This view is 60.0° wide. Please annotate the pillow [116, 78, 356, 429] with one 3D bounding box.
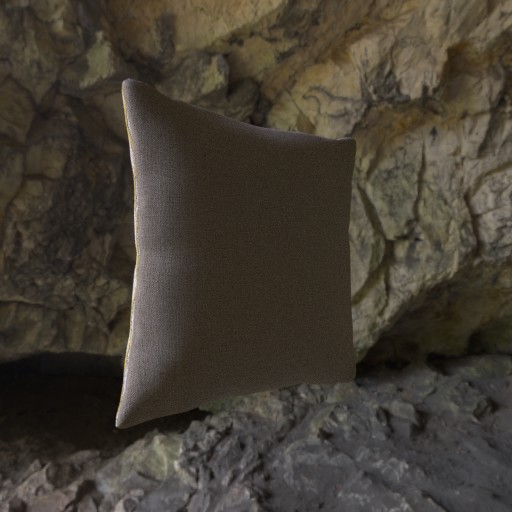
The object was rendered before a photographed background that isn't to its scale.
[{"bbox_3d":[0.000,0.000,0.675,0.429,0.436,0.159,1,-2,-37],"label":"pillow"}]
